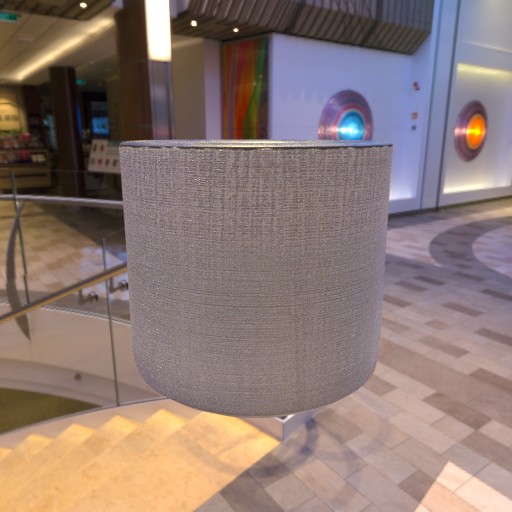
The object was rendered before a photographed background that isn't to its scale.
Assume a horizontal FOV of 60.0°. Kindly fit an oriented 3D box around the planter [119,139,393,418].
[{"bbox_3d":[0.000,0.000,0.222,0.125,0.112,0.125,0,15,0],"label":"planter"}]
